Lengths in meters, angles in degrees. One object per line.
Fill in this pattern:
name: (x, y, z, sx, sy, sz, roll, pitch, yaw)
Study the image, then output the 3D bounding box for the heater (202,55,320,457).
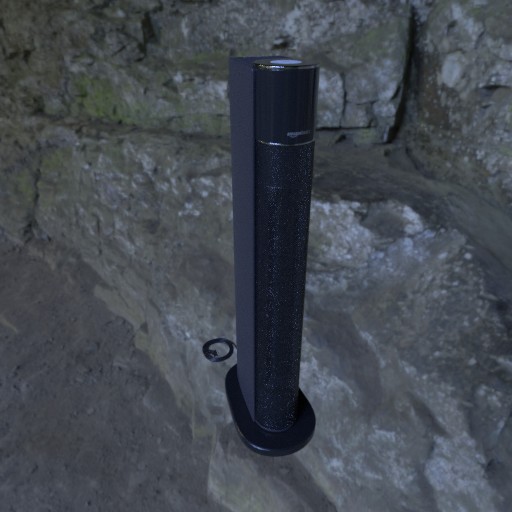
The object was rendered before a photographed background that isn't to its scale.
heater: (0.000, 0.000, 1.031, 0.214, 0.856, 0.458, -10, 31, -17)
